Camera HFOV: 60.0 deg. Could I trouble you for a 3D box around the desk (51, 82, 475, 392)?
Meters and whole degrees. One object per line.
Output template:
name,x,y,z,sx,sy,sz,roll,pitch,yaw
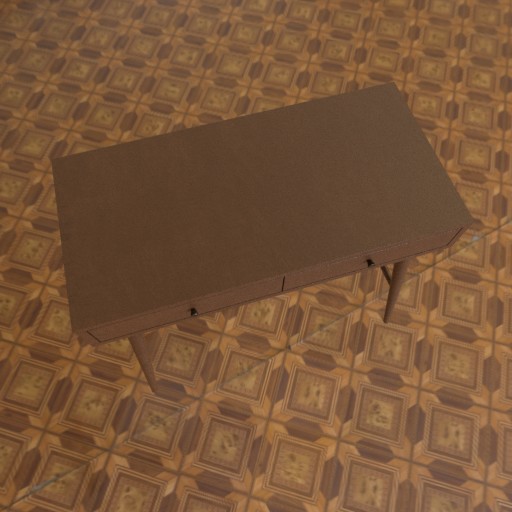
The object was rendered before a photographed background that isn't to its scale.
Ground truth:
desk,0.000,0.000,1.433,0.949,0.758,0.510,-15,66,-7
